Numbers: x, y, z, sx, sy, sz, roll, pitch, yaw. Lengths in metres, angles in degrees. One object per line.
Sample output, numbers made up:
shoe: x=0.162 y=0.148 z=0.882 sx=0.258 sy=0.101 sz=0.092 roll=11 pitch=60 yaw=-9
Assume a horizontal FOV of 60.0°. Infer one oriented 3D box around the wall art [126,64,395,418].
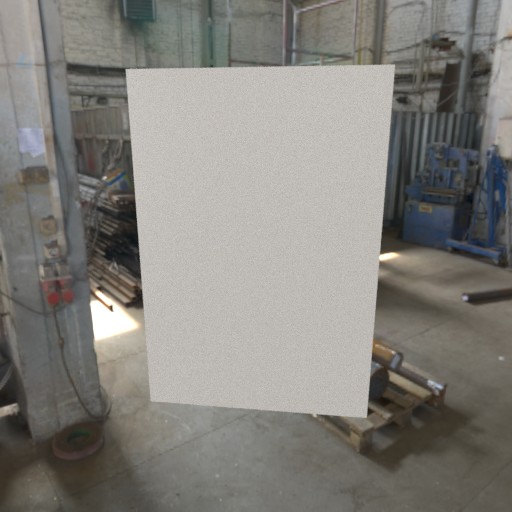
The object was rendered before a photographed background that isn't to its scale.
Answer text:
wall art: x=0.000 y=0.000 z=0.601 sx=0.325 sy=0.474 sz=0.010 roll=2 pitch=16 yaw=7
